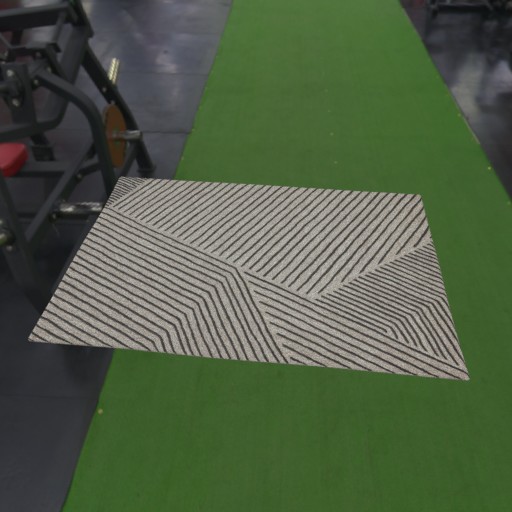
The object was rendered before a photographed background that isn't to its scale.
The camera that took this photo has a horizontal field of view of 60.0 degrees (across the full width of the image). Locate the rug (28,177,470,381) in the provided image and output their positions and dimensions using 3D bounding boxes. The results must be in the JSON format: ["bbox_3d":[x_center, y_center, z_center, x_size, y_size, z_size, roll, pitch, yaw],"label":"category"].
[{"bbox_3d":[0.000,0.000,2.267,1.842,0.019,1.237,4,45,4],"label":"rug"}]
